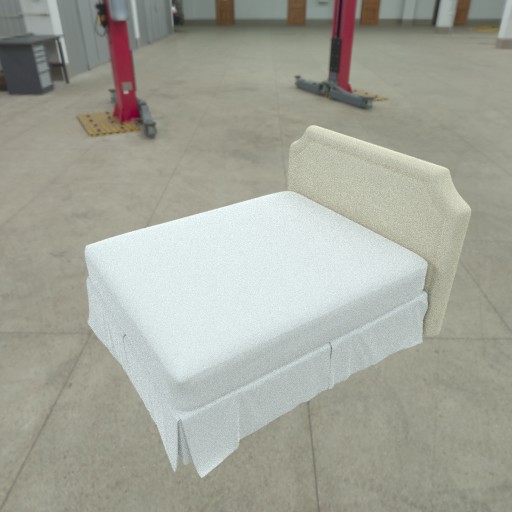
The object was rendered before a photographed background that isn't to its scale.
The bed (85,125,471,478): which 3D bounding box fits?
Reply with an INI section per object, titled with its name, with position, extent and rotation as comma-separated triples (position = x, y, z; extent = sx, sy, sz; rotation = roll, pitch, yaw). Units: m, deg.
[bed]
position = 0.000, 0.000, 3.211
extent = 2.209, 1.296, 1.827
rotation = -19, 36, -29
